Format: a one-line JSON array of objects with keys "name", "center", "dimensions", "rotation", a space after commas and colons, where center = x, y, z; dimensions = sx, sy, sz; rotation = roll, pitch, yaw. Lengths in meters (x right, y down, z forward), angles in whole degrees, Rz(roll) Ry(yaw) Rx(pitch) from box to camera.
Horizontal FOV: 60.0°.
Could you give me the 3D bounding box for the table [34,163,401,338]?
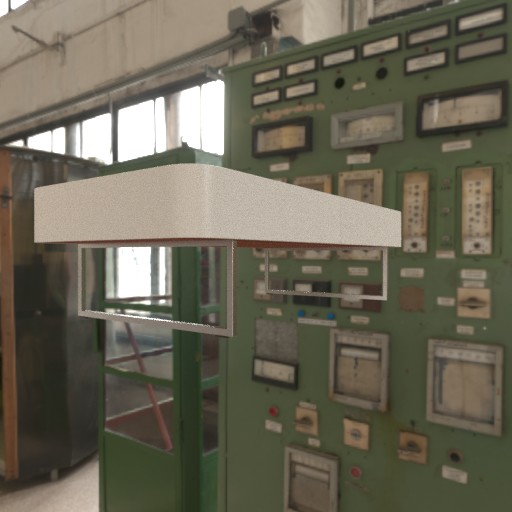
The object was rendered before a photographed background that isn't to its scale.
[{"name": "table", "center": [0.000, 0.000, 1.446], "dimensions": [0.600, 0.340, 1.200], "rotation": [0, 0, 36]}]
